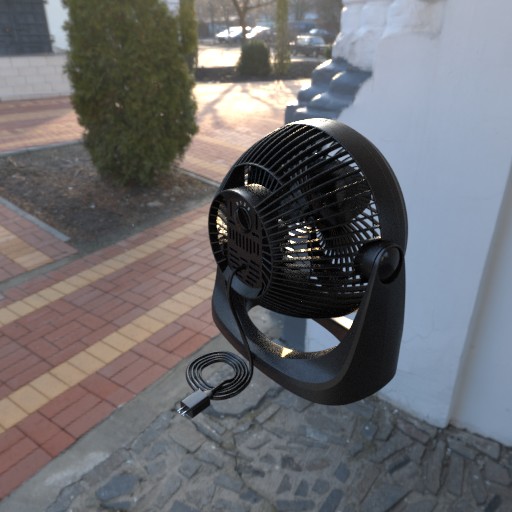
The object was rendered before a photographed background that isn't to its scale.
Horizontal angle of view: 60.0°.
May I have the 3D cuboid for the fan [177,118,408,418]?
[{"bbox_3d":[0.000,0.000,0.498,0.256,0.277,0.273,-19,32,-32],"label":"fan"}]
